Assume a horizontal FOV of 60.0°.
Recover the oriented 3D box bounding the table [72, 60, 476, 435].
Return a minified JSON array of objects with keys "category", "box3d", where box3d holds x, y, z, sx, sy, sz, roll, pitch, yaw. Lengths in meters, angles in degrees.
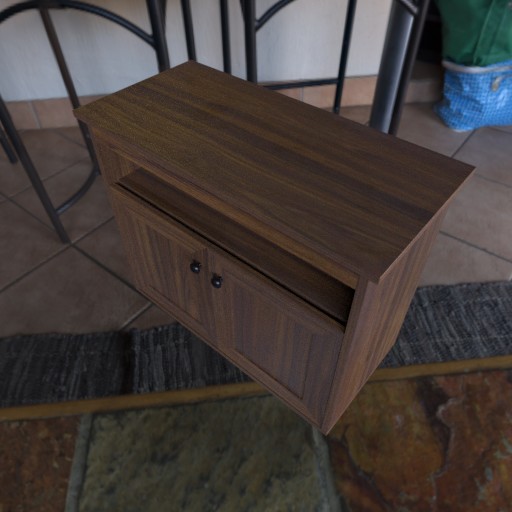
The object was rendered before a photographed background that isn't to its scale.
[{"category":"table","box3d":[0.000,0.000,1.204,0.802,0.725,0.390,31,53,27]}]
